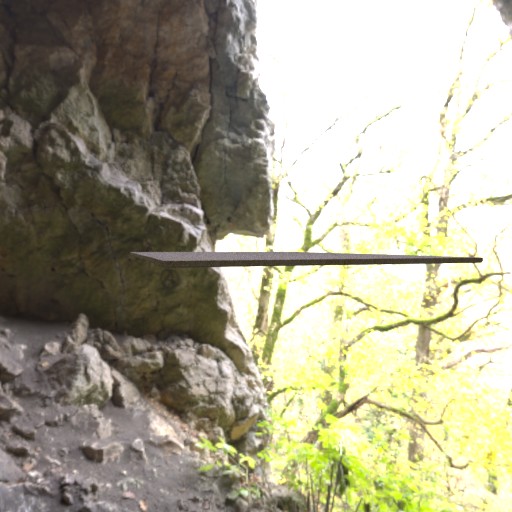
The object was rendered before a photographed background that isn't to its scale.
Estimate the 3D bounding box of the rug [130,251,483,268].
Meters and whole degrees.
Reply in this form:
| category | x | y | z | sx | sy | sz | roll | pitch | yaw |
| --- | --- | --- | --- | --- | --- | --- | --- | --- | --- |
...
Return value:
| category | x | y | z | sx | sy | sz | roll | pitch | yaw |
| --- | --- | --- | --- | --- | --- | --- | --- | --- | --- |
| rug | 0.000 | 0.000 | 2.946 | 1.500 | 0.026 | 2.349 | 0 | 1 | -19 |
